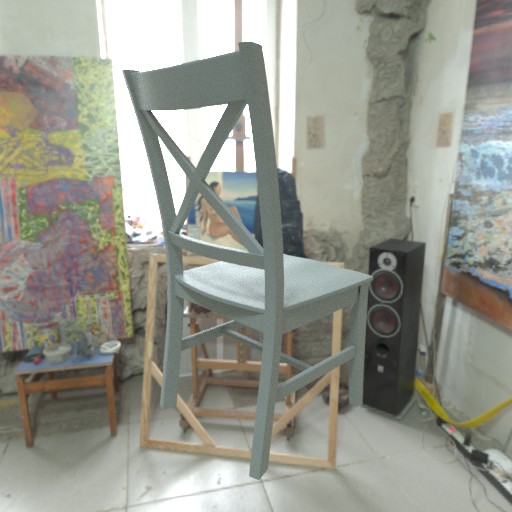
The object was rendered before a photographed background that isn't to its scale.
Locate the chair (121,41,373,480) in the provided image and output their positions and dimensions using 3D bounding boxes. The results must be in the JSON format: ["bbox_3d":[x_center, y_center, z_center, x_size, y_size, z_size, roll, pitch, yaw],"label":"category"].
[{"bbox_3d":[0.000,0.000,1.258,0.542,0.983,0.485,-14,20,-42],"label":"chair"}]
